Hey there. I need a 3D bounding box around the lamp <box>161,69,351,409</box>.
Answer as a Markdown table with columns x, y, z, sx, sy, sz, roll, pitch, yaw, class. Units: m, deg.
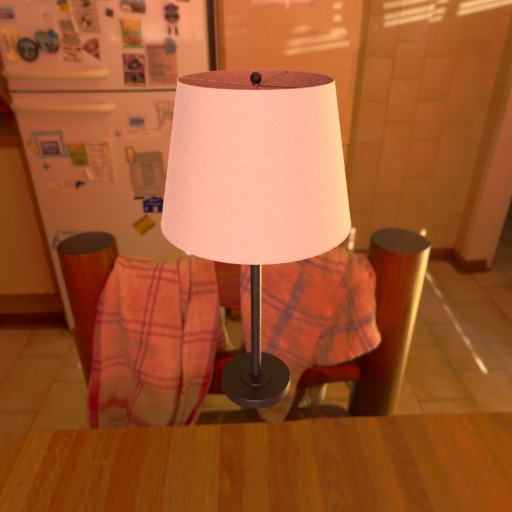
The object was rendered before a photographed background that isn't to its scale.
| x | y | z | sx | sy | sz | roll | pitch | yaw | class |
| --- | --- | --- | --- | --- | --- | --- | --- | --- | --- |
| 0.000 | 0.000 | 0.901 | 0.363 | 0.696 | 0.363 | 0 | 29 | 0 | lamp |
